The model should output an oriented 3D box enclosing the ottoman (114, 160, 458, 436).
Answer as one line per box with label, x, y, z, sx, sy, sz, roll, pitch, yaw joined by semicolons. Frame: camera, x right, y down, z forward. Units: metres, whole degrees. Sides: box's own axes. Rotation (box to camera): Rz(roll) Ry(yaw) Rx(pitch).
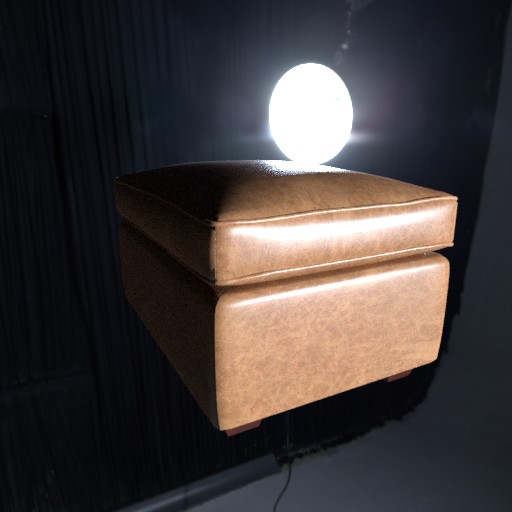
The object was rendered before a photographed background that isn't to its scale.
ottoman;0.000;0.000;1.124;0.554;0.468;0.756;-8;18;-27
